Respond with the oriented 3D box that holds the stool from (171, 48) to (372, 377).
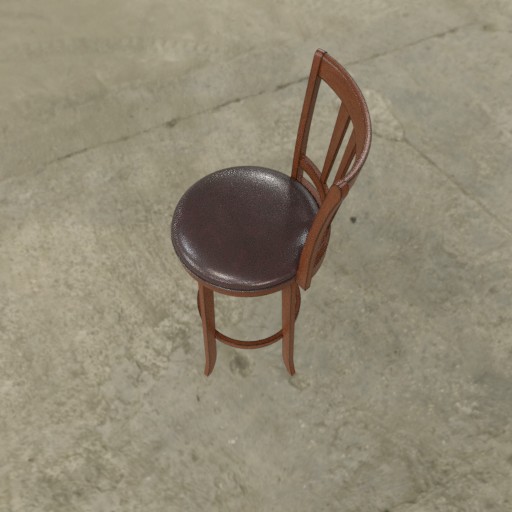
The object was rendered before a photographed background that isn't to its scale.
[{"bbox_3d":[0.000,0.000,1.455,0.503,1.177,0.464,0,57,0],"label":"stool"}]
